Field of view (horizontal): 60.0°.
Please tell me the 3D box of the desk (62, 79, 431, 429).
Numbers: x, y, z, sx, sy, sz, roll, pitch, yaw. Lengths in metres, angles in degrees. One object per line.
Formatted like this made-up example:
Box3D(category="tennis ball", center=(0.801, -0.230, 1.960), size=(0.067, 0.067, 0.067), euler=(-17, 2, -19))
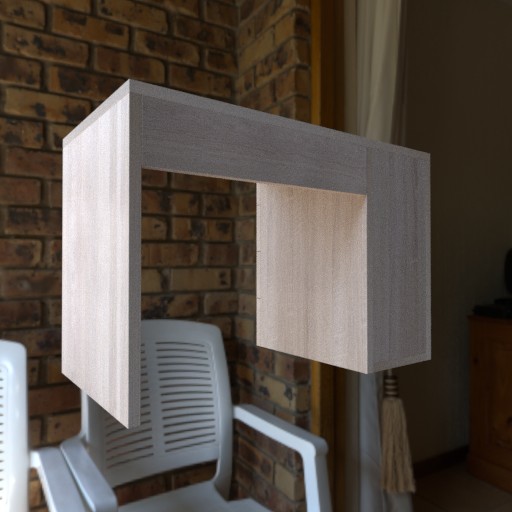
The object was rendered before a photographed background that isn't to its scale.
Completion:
Box3D(category="desk", center=(0.000, 0.000, 1.492), size=(1.100, 0.731, 0.600), euler=(0, -1, -36))
